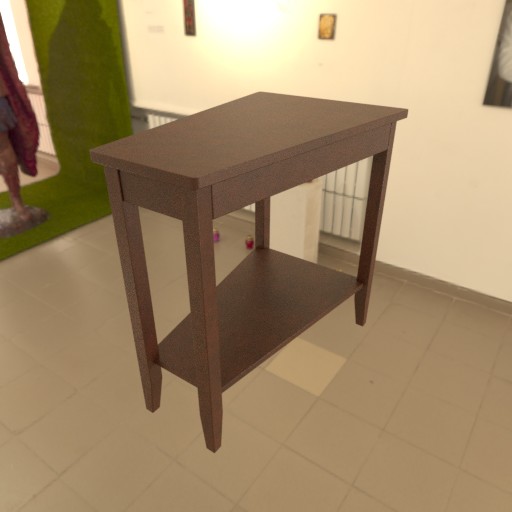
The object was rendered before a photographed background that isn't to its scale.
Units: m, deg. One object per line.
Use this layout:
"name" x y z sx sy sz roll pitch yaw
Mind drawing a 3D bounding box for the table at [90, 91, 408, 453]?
"table" 0.000 0.000 1.001 0.399 0.589 0.605 19 35 30
